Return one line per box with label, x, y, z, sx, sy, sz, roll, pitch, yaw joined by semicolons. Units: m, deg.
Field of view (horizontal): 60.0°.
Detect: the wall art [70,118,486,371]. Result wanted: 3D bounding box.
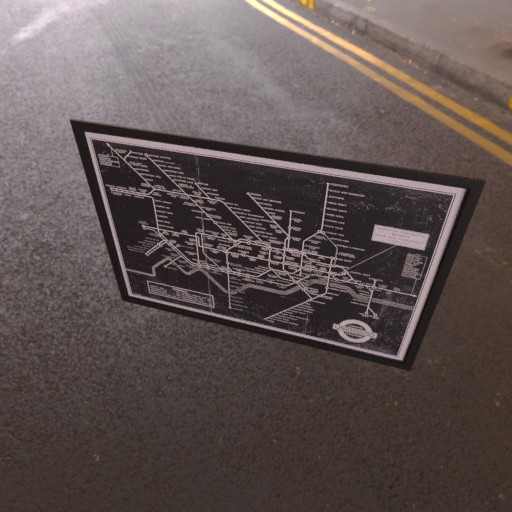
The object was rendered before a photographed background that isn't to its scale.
wall art;0.000;0.000;1.497;1.192;0.811;0.013;12;43;13
